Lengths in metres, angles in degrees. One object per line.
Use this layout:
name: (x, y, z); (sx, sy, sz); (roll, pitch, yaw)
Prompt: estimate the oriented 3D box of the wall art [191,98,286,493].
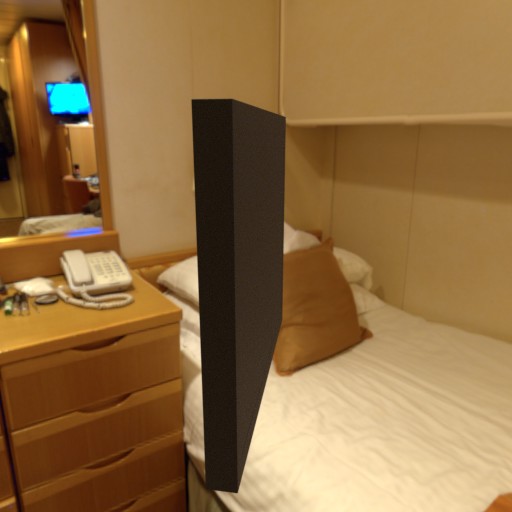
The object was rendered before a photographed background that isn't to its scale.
wall art: (0.000, 0.000, 0.531); (0.029, 0.330, 0.381); (2, 16, 9)
